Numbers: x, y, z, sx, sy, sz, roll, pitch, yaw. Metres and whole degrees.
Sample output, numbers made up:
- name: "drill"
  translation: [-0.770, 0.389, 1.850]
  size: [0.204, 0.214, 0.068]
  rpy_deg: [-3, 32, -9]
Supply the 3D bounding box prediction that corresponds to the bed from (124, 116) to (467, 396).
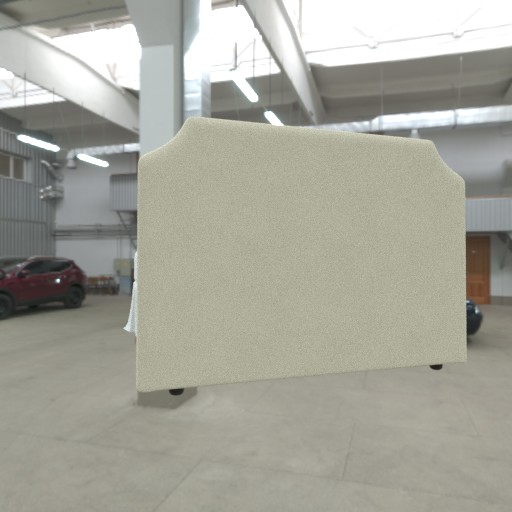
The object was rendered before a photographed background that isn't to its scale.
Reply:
- name: "bed"
  translation: [0.000, 0.000, 3.277]
  size: [1.827, 1.296, 2.209]
  rpy_deg: [0, 0, -18]
